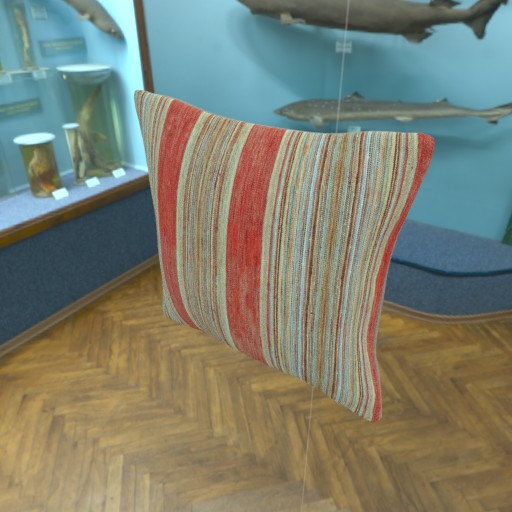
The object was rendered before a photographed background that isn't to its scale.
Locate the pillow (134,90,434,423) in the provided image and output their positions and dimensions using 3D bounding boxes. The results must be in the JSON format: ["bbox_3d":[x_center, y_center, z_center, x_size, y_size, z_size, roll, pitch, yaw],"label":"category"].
[{"bbox_3d":[0.000,0.000,0.642,0.437,0.419,0.136,20,36,30],"label":"pillow"}]
